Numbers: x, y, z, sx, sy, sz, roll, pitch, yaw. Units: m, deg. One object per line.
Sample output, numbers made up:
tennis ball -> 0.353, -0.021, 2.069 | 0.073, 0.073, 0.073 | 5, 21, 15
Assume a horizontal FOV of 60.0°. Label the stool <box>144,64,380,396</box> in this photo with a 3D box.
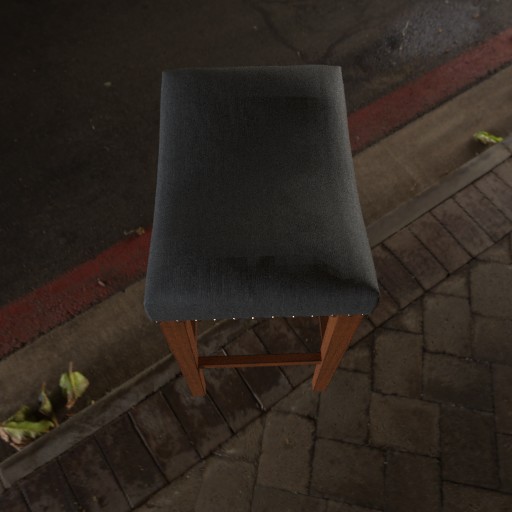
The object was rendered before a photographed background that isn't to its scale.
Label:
stool -> 0.000, 0.000, 0.893 | 0.320, 0.612, 0.439 | -2, 64, -1
